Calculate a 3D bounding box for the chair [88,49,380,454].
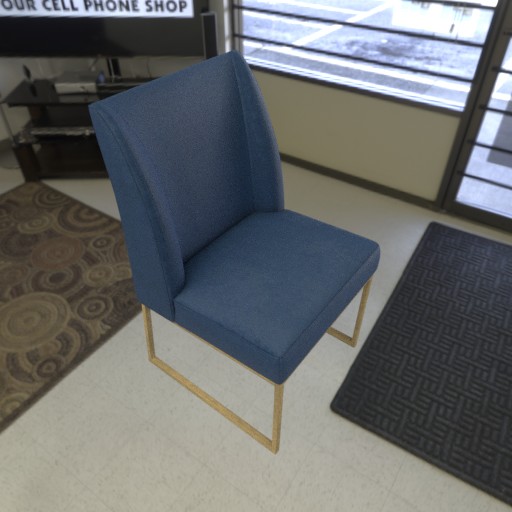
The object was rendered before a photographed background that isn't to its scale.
[{"bbox_3d":[0.000,0.000,1.193,0.522,0.863,0.508,27,48,27],"label":"chair"}]
